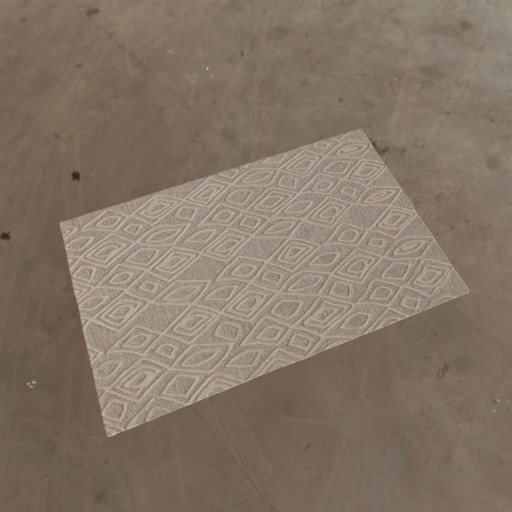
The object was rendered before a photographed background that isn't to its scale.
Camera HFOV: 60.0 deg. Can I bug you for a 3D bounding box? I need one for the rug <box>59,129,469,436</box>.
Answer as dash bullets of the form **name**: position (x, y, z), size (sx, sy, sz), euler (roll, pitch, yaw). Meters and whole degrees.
- **rug**: position (0.000, 0.000, 3.056), size (2.442, 0.010, 1.546), euler (-19, 64, -10)
